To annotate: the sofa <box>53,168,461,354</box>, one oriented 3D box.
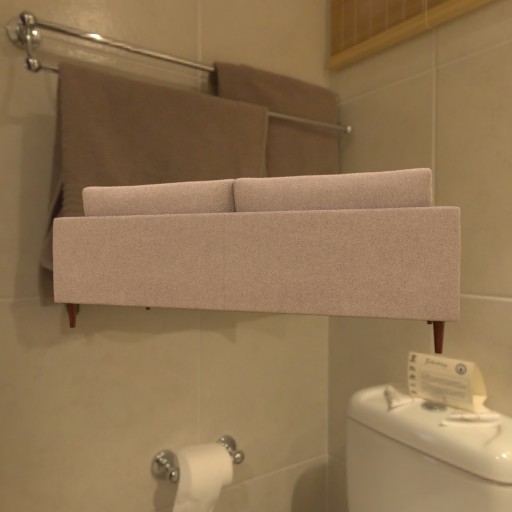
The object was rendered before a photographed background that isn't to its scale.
[{"bbox_3d":[0.000,0.000,2.768,2.250,0.868,1.020,0,1,19],"label":"sofa"}]
